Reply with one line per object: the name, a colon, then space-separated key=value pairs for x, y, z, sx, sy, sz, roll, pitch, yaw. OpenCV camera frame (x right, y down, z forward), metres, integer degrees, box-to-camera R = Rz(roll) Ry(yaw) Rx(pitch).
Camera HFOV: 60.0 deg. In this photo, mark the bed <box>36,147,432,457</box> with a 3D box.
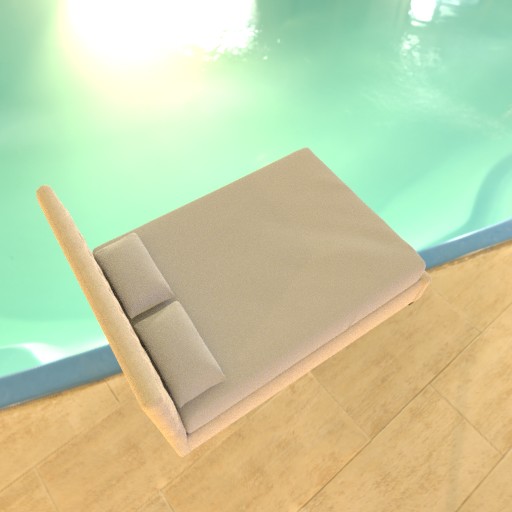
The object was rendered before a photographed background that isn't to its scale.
bed: x=0.000 y=0.000 z=3.434 sx=2.387 sy=1.427 sz=1.698 roll=-29 pitch=61 yaw=-17
